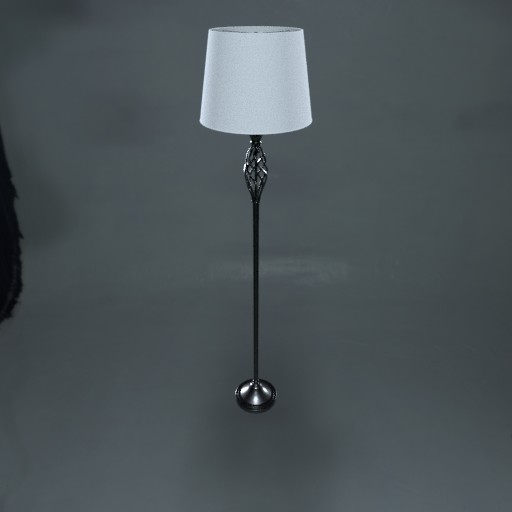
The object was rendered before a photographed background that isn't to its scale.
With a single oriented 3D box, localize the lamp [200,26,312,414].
[{"bbox_3d":[0.000,0.000,1.779,0.379,1.623,0.379,0,31,0],"label":"lamp"}]
